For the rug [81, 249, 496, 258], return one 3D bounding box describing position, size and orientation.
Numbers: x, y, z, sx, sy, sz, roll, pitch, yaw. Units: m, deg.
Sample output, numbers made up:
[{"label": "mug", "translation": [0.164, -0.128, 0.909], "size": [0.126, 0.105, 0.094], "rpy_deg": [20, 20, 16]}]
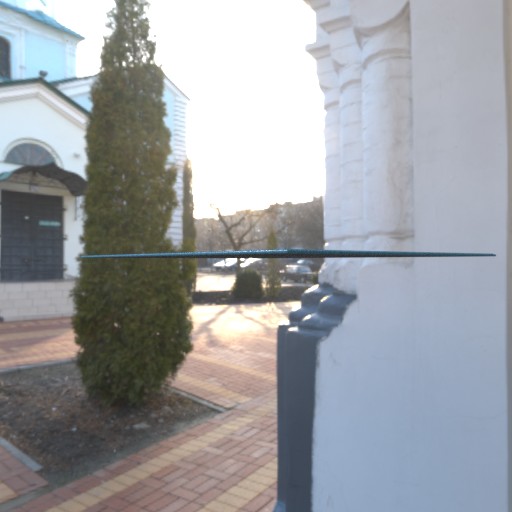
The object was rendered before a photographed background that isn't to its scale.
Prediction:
[{"label": "rug", "translation": [0.000, 0.000, 3.430], "size": [1.830, 0.018, 2.769], "rpy_deg": [1, -1, -38]}]
